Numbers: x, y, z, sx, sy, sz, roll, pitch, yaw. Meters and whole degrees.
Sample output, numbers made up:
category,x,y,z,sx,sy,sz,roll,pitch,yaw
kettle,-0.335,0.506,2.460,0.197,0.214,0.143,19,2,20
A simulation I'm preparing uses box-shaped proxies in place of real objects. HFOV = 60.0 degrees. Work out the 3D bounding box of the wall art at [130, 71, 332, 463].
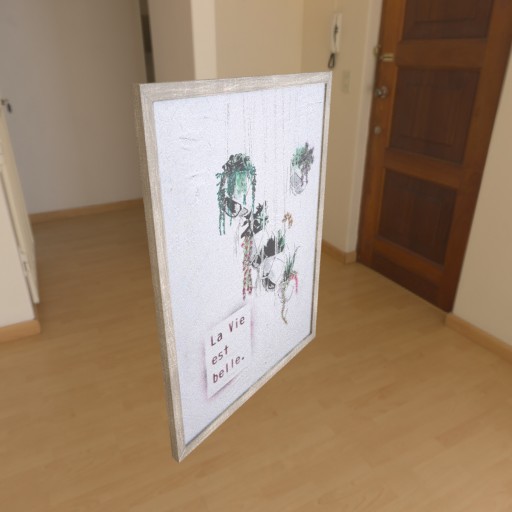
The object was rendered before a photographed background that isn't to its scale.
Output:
category,x,y,z,sx,sy,sz,roll,pitch,yaw
wall art,0.000,0.000,1.358,0.035,1.022,0.781,17,30,33
